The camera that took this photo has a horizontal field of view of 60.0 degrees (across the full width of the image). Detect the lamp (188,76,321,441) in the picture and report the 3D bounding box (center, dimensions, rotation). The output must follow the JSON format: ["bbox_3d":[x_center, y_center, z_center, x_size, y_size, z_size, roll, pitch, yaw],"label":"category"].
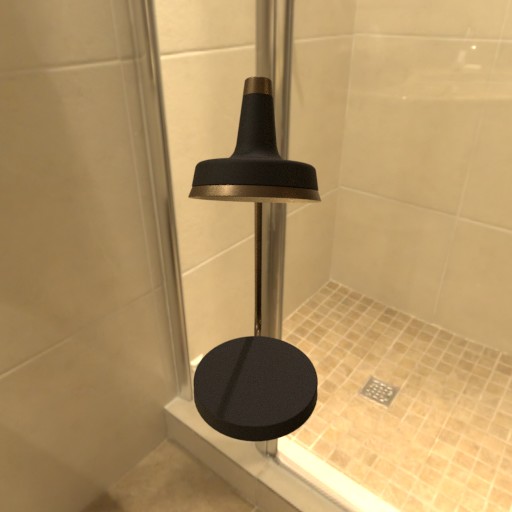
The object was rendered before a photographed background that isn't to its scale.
[{"bbox_3d":[0.000,0.000,0.501,0.162,0.385,0.218,1,30,1],"label":"lamp"}]
